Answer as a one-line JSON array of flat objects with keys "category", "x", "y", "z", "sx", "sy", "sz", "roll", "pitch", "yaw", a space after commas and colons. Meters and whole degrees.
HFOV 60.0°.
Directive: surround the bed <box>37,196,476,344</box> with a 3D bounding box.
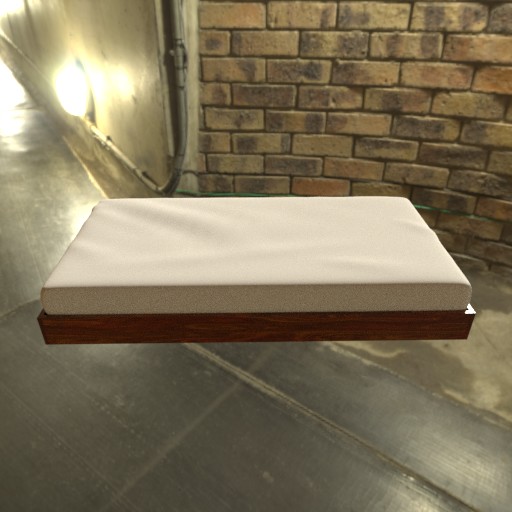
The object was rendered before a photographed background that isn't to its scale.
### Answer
[{"category": "bed", "x": 0.000, "y": 0.000, "z": 2.273, "sx": 1.860, "sy": 0.312, "sz": 0.940, "roll": -1, "pitch": 32, "yaw": -1}]
